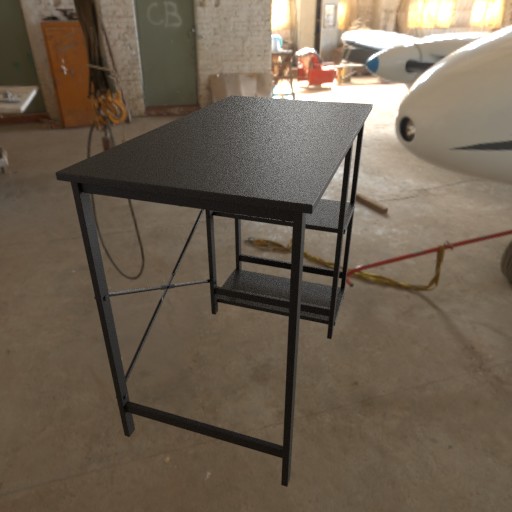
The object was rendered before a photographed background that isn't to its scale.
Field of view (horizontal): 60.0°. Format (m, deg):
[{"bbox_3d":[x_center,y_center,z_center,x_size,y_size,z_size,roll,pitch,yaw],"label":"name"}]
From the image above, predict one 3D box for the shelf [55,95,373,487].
[{"bbox_3d":[0.000,0.000,1.325,0.498,0.749,0.902,9,31,16],"label":"shelf"}]
